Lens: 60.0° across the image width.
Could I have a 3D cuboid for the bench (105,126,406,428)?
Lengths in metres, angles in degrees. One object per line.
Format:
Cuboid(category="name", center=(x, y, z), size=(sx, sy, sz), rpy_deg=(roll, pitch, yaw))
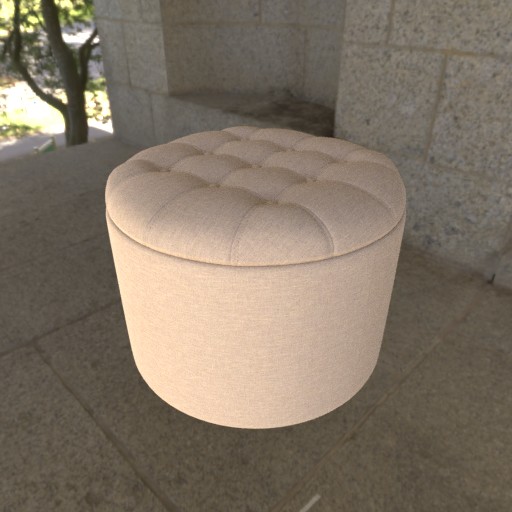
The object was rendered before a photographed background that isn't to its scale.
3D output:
Cuboid(category="bench", center=(0.000, 0.000, 0.995), size=(0.600, 0.454, 0.600), rpy_deg=(0, 31, 0))
